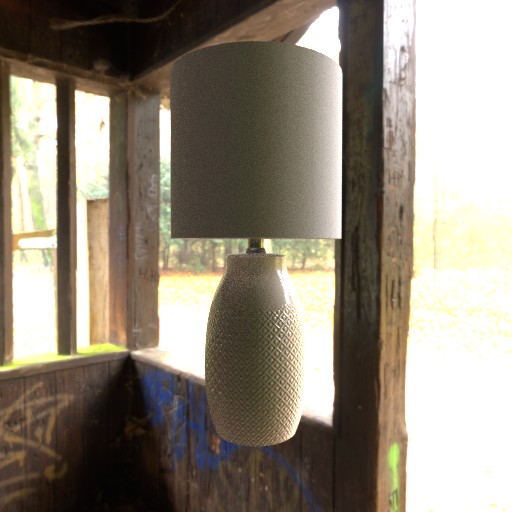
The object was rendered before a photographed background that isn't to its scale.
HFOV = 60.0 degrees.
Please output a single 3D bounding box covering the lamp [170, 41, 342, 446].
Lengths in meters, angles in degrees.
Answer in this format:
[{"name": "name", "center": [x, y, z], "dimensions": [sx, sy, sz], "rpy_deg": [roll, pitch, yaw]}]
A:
[{"name": "lamp", "center": [0.000, 0.000, 0.574], "dimensions": [0.217, 0.453, 0.217], "rpy_deg": [1, 2, 19]}]
